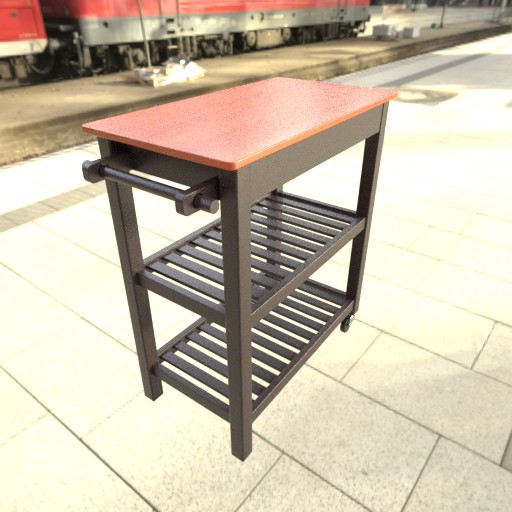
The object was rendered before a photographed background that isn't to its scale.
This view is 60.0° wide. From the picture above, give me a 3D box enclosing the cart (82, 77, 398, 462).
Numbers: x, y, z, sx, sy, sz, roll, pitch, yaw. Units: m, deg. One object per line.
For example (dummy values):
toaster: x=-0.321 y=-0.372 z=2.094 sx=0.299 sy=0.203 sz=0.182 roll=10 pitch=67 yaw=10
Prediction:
cart: x=0.000 y=0.000 z=1.426 sx=0.457 sy=0.927 sz=0.899 roll=20 pitch=36 yaw=30
